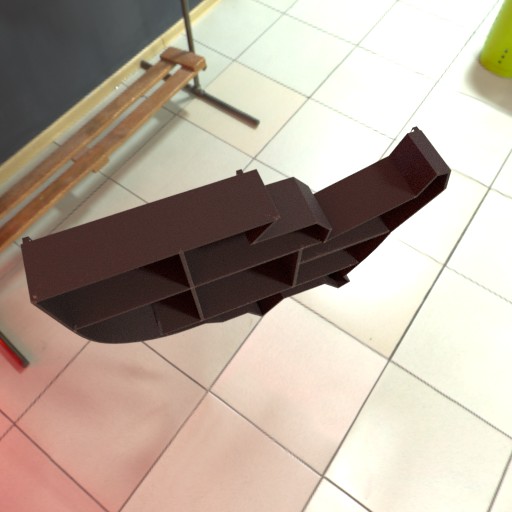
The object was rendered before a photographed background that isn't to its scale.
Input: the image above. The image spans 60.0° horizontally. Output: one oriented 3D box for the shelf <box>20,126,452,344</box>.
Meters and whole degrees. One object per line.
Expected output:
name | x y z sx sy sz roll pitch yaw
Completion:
shelf | 0.000 0.000 0.905 0.729 0.439 0.112 -19 64 -10
